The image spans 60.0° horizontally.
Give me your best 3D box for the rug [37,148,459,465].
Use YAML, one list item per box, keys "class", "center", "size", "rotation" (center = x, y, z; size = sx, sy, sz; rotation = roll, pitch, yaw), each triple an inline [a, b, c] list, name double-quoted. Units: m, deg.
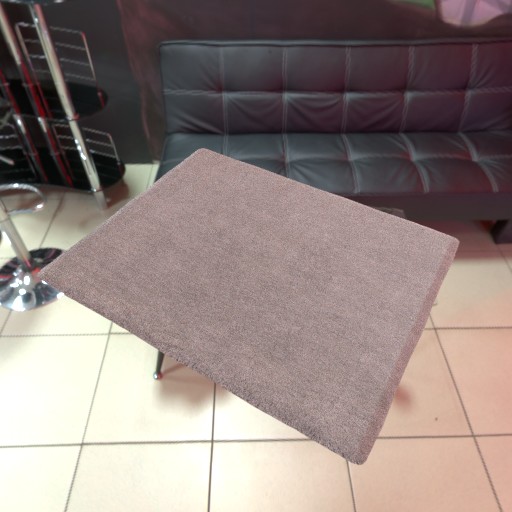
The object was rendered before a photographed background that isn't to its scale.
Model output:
- class: "rug"
  center: [0.000, 0.000, 3.835]
  size: [2.933, 0.027, 2.332]
  rotation: [24, 50, 22]
